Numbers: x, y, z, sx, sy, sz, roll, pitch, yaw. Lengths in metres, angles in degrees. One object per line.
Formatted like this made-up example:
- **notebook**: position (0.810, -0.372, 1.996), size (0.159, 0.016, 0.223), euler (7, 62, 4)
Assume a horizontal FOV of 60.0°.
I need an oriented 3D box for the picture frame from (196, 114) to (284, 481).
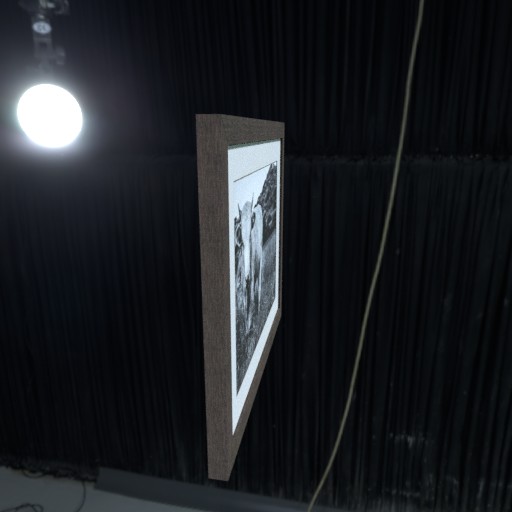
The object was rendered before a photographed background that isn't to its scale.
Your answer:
- **picture frame**: position (0.000, 0.000, 0.775), size (0.026, 0.455, 0.546), euler (3, 16, 10)
